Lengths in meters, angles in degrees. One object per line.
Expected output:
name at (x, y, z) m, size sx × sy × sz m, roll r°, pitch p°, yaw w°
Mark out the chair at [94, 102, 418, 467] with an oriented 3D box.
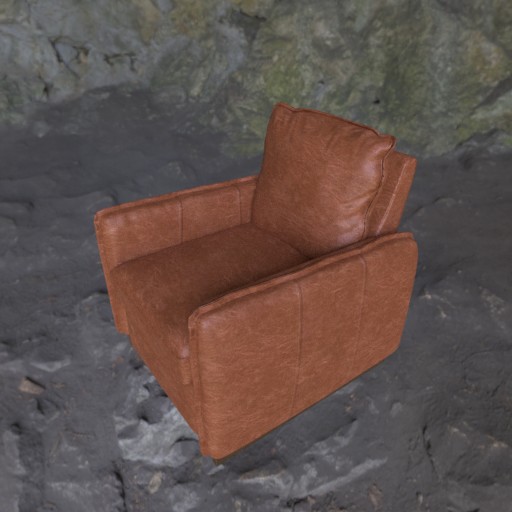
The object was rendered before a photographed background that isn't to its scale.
chair at (0.000, 0.000, 1.610) m, size 0.922 × 0.922 × 0.830 m, roll -20°, pitch 36°, yaw -30°
